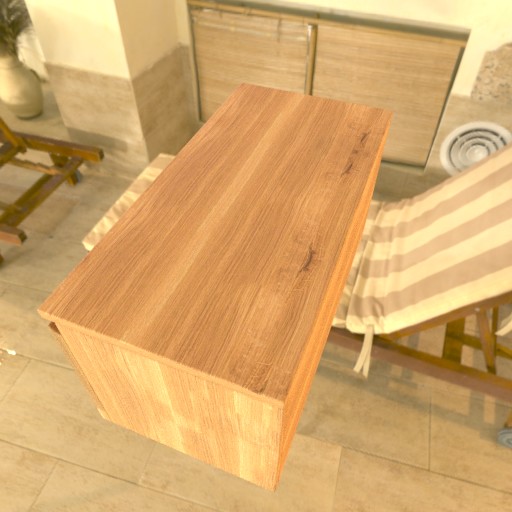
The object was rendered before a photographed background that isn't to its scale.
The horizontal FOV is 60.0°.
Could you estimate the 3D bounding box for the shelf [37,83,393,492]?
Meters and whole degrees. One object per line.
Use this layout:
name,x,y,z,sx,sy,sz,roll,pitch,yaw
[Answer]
shelf,0.000,0.000,1.023,0.400,0.400,0.800,16,49,15
